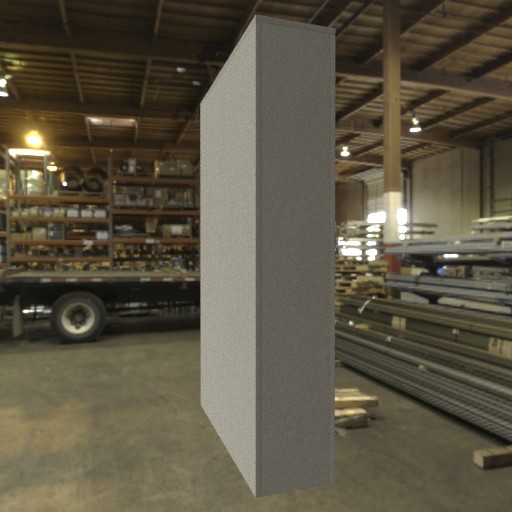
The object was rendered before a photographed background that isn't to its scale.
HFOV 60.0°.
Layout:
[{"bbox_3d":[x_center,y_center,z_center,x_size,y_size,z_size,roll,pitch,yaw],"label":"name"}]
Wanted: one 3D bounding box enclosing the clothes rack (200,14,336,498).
[{"bbox_3d":[0.000,0.000,1.568,0.250,1.280,0.750,0,1,-18],"label":"clothes rack"}]
